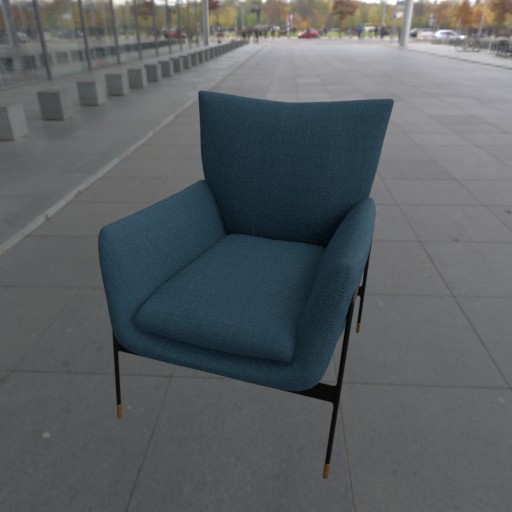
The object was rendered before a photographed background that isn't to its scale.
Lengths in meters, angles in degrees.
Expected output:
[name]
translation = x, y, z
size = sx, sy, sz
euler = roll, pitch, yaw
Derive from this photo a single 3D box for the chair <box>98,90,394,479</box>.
[chair]
translation = 0.000, 0.000, 1.364
size = 0.678, 0.859, 0.769
euler = 9, 28, 17
